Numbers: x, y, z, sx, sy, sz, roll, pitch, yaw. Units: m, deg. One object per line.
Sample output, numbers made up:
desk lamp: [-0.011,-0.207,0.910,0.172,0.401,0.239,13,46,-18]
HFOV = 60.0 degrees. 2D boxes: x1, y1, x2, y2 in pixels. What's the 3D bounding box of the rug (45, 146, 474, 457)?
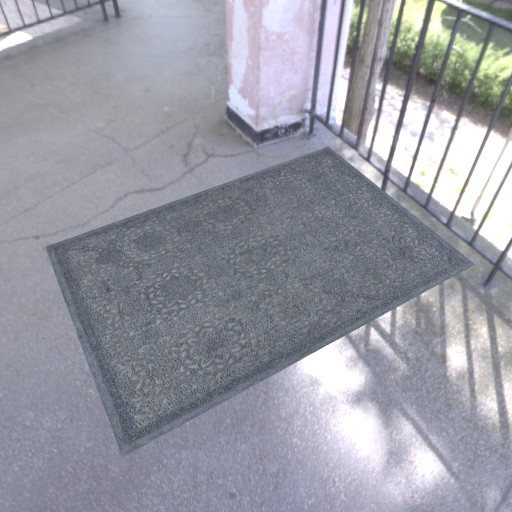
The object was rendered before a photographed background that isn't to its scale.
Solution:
rug: [0.000,0.000,2.253,1.819,0.012,1.208,-23,51,-20]
